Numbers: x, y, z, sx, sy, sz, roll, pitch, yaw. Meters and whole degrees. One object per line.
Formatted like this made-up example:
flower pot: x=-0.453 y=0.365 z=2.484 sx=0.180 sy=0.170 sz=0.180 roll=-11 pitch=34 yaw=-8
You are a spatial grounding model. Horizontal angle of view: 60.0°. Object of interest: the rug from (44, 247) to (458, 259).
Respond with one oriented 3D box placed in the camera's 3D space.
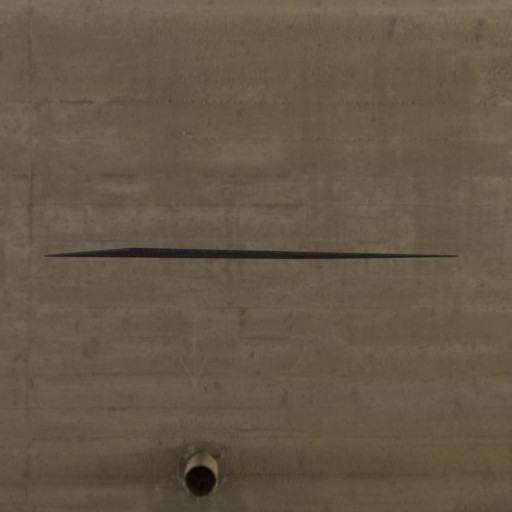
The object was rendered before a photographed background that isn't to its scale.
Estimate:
rug: x=0.000 y=0.000 z=2.343 sx=1.829 sy=0.010 sz=1.219 roll=1 pitch=-1 yaw=-37
